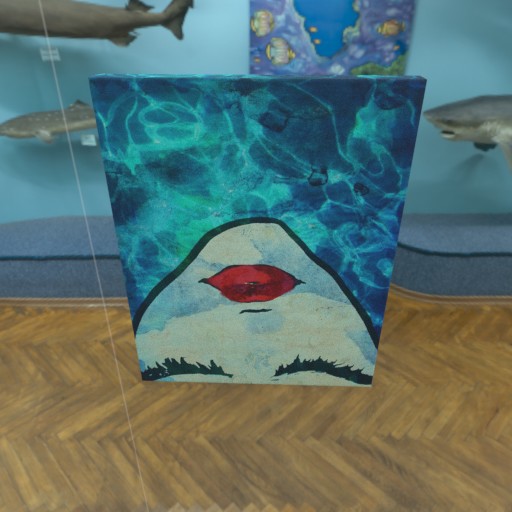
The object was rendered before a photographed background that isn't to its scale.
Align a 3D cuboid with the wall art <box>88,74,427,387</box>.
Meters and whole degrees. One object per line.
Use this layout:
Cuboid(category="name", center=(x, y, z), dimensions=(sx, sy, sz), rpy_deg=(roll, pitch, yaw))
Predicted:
Cuboid(category="wall art", center=(0.000, 0.000, 0.838), dimensions=(0.508, 0.635, 0.038), rpy_deg=(1, 30, 2))
